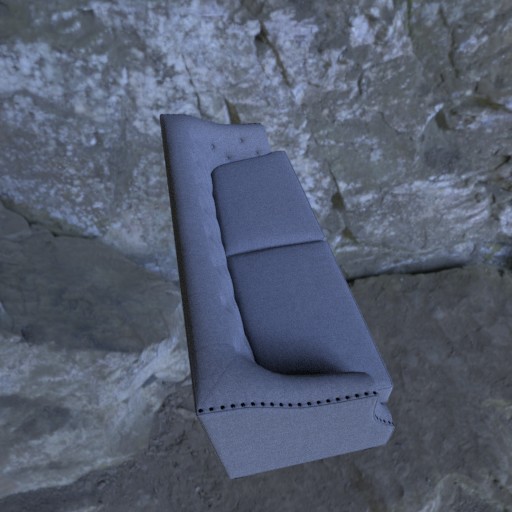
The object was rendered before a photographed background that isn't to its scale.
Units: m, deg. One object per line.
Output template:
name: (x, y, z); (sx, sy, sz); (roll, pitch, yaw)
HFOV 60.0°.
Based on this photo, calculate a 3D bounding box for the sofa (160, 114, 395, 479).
sofa: (0.000, 0.000, 2.691); (0.914, 0.901, 2.235); (-9, 47, -8)
